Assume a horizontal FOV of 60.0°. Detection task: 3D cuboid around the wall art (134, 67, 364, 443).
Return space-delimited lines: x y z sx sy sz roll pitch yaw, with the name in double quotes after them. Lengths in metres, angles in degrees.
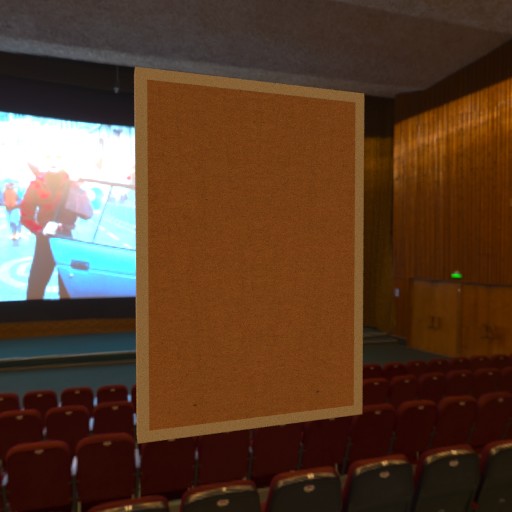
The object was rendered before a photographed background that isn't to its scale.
0.000 0.000 0.559 0.293 0.428 0.025 0 2 -18 "wall art"
